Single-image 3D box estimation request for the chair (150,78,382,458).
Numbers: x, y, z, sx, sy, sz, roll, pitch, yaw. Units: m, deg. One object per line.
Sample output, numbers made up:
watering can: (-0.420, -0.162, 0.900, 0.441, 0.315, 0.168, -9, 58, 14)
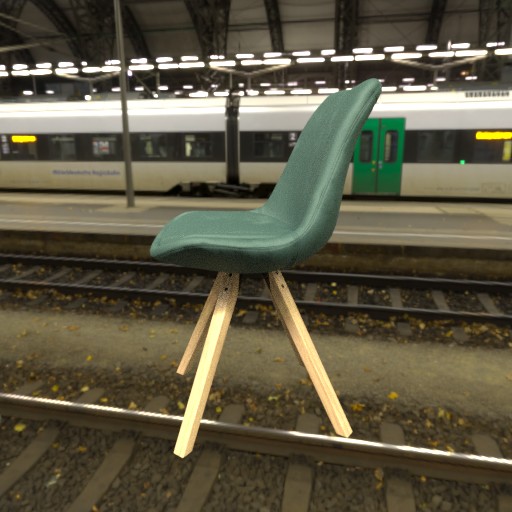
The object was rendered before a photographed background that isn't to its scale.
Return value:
chair: (0.000, 0.000, 1.183, 0.547, 0.865, 0.483, -2, 14, -9)
